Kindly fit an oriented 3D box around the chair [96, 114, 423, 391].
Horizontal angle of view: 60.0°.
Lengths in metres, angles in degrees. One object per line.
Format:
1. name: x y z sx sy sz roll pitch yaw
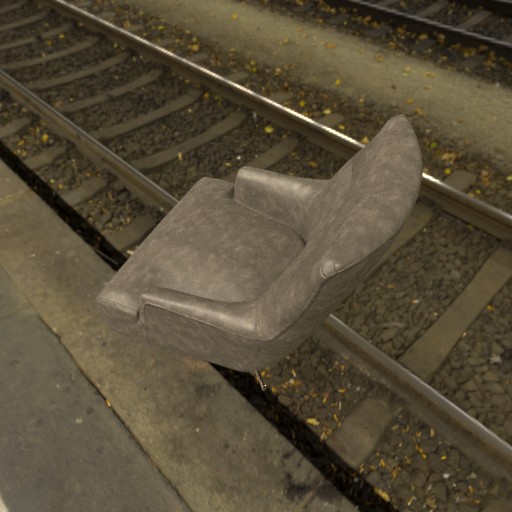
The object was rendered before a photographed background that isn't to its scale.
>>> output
1. chair: 0.000 0.000 1.508 0.874 0.870 0.738 18 49 16
